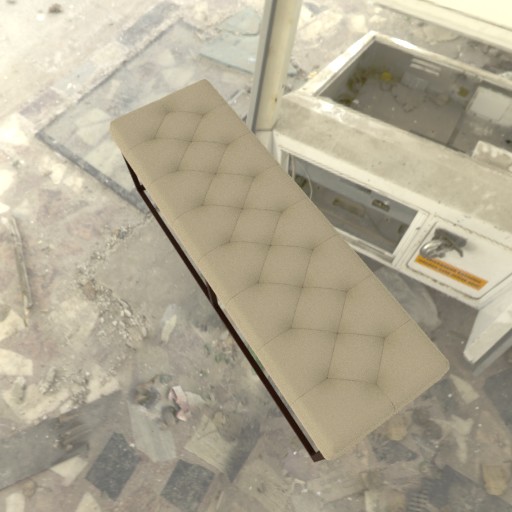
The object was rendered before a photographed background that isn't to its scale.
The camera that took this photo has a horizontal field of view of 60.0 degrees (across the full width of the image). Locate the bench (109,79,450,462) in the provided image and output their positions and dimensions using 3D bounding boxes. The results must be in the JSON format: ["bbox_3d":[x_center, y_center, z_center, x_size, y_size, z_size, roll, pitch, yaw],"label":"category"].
[{"bbox_3d":[0.000,0.000,1.754,0.479,0.488,1.488,-30,67,-14],"label":"bench"}]
